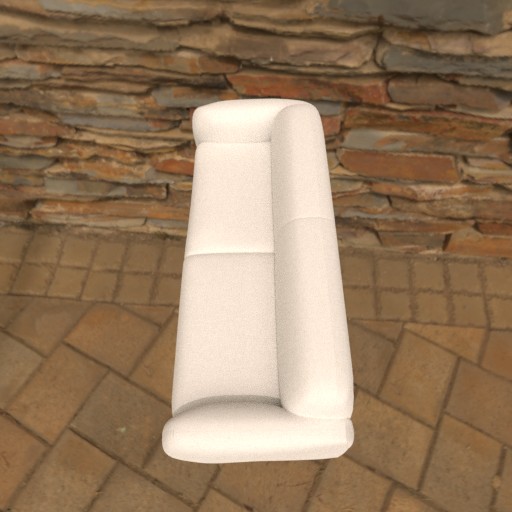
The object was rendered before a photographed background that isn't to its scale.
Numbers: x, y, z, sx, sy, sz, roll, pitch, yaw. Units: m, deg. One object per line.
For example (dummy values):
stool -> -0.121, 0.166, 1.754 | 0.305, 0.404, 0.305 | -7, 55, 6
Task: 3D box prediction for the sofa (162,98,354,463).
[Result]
sofa -> 0.000, 0.000, 2.637 | 0.880, 0.780, 2.257 | 0, 59, 0
